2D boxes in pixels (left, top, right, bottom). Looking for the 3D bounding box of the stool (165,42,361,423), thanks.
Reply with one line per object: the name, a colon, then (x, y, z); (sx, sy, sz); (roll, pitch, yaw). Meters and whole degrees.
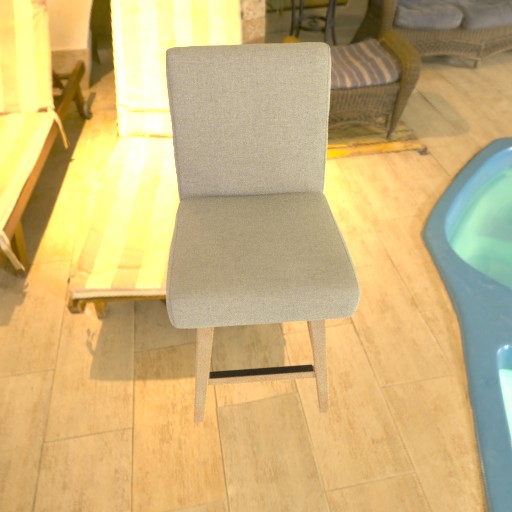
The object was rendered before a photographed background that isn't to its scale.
stool: (0.000, 0.000, 1.395); (0.507, 1.085, 0.606); (-3, 46, -3)
